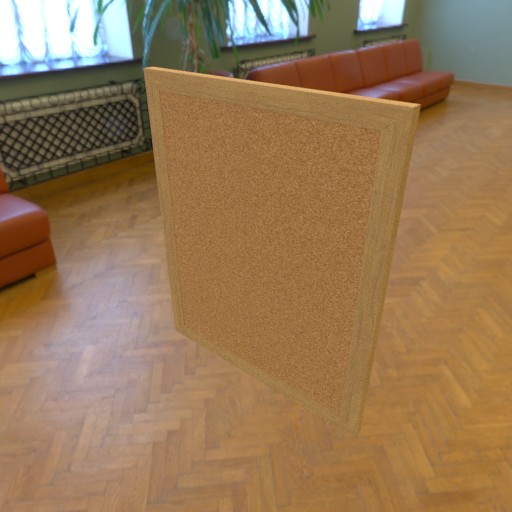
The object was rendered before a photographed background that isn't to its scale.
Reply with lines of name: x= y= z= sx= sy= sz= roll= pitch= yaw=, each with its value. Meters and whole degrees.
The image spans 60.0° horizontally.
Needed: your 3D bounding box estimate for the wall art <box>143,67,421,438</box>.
wall art: x=0.000 y=0.000 z=0.760 sx=0.460 sy=0.561 sz=0.020 roll=22 pitch=37 yaw=32
